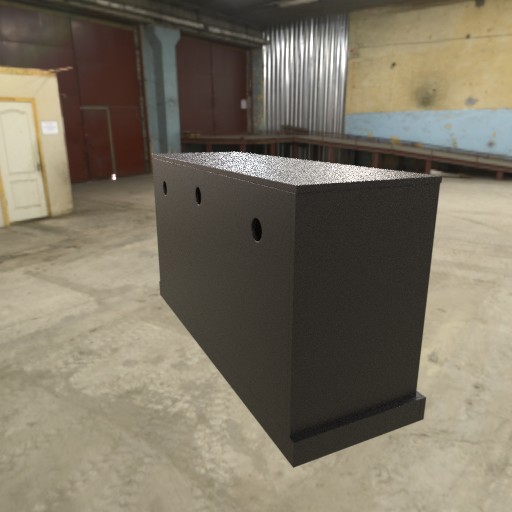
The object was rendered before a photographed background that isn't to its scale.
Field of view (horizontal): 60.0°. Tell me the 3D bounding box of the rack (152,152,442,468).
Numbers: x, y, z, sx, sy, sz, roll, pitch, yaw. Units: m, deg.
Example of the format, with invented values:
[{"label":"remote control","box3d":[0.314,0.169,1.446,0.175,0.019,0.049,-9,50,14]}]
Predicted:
[{"label":"rack","box3d":[0.000,0.000,1.520,0.399,0.635,1.206,-8,18,-25]}]
